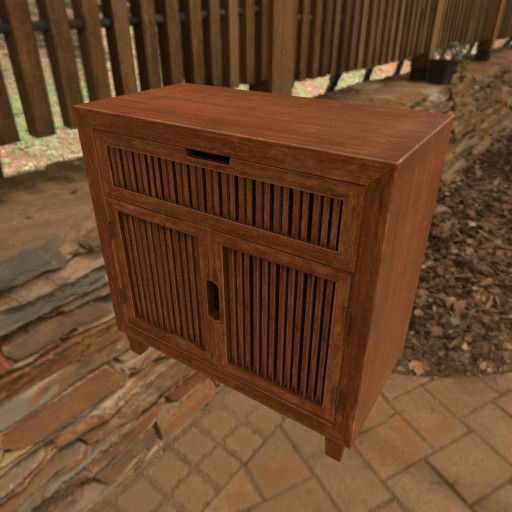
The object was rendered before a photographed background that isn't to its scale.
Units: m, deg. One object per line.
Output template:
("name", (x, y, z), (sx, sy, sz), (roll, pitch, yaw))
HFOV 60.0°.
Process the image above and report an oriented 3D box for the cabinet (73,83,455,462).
("cabinet", (0.000, 0.000, 1.226), (0.796, 0.785, 0.412), (18, 35, 28))
